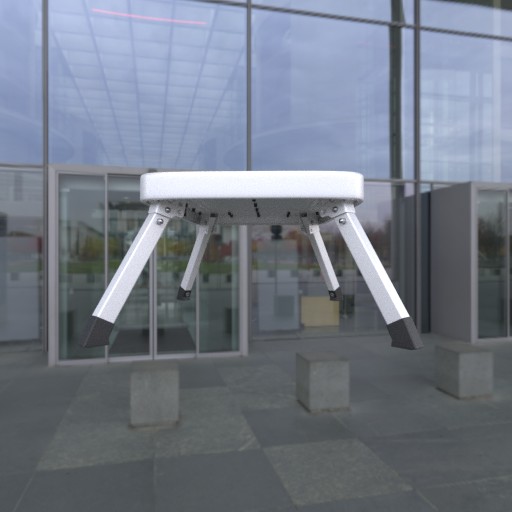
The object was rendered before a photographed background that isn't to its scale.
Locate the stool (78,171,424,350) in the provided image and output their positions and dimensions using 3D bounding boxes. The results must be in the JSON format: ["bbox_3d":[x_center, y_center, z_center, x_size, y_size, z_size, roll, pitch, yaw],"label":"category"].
[{"bbox_3d":[0.000,0.000,0.628,0.320,0.170,0.460,0,0,2],"label":"stool"}]
